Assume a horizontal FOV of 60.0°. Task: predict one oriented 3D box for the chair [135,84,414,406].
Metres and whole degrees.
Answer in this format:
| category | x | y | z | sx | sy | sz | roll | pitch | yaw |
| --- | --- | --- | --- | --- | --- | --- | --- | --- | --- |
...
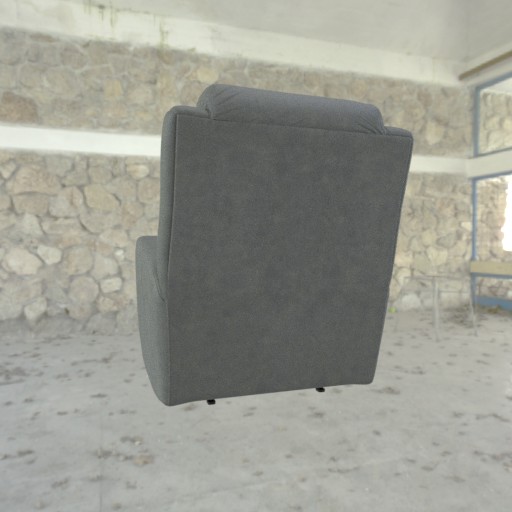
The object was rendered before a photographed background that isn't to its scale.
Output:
| category | x | y | z | sx | sy | sz | roll | pitch | yaw |
| --- | --- | --- | --- | --- | --- | --- | --- | --- | --- |
| chair | 0.000 | 0.000 | 1.925 | 0.967 | 1.116 | 1.068 | 0 | 1 | -18 |
